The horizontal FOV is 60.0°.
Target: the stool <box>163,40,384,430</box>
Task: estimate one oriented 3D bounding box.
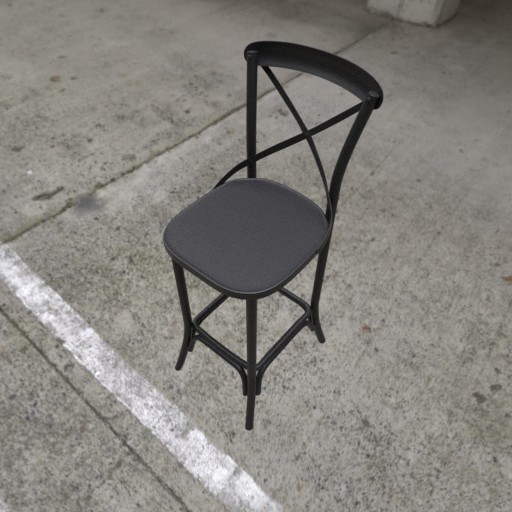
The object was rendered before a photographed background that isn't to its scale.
[{"bbox_3d":[0.000,0.000,1.482,0.457,1.168,0.584,31,54,26],"label":"stool"}]
